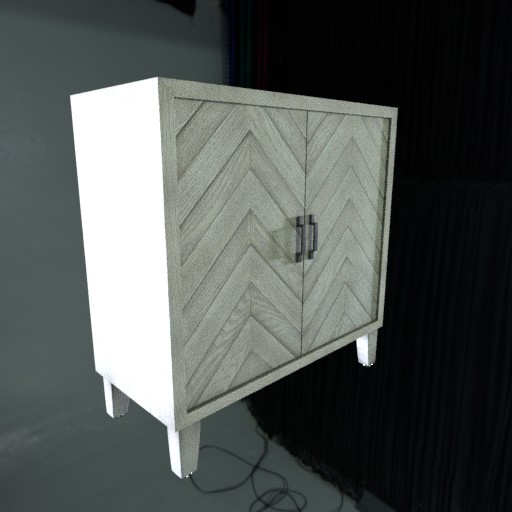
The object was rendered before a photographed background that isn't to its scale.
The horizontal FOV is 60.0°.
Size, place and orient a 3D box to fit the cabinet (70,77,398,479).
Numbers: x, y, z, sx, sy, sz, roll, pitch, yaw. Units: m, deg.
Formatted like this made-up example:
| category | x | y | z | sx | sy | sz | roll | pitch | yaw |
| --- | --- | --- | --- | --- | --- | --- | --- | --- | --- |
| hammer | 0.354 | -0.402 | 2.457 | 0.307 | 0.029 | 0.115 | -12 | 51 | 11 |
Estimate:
| category | x | y | z | sx | sy | sz | roll | pitch | yaw |
| --- | --- | --- | --- | --- | --- | --- | --- | --- | --- |
| cabinet | 0.000 | 0.000 | 1.197 | 0.781 | 0.787 | 0.370 | -13 | 18 | -43 |
